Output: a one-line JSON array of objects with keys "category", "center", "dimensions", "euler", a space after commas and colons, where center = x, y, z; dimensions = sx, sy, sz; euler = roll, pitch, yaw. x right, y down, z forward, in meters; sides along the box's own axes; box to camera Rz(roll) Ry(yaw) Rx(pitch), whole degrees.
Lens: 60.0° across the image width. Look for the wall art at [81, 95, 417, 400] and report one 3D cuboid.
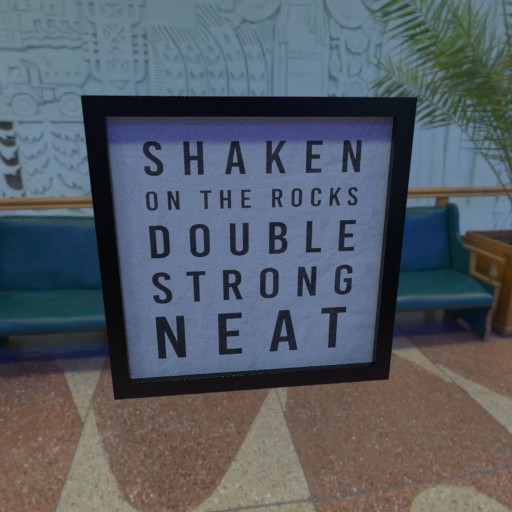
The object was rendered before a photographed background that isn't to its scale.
[{"category": "wall art", "center": [0.000, 0.000, 0.515], "dimensions": [0.349, 0.349, 0.014], "euler": [-2, 17, -7]}]
